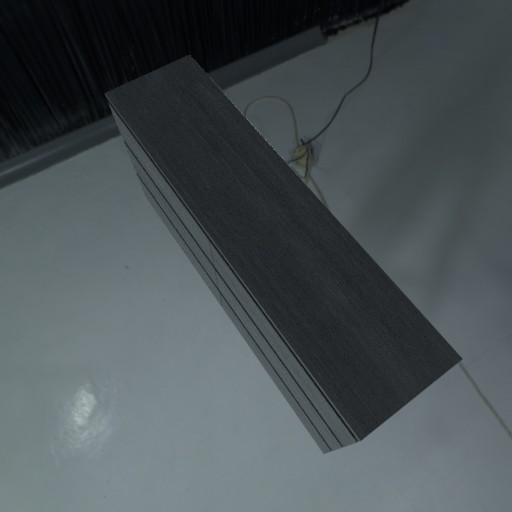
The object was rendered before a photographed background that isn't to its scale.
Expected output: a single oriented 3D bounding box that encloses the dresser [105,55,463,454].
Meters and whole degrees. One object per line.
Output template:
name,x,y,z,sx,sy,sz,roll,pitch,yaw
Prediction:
dresser,0.000,0.000,1.916,0.400,0.795,1.590,-32,68,-15
